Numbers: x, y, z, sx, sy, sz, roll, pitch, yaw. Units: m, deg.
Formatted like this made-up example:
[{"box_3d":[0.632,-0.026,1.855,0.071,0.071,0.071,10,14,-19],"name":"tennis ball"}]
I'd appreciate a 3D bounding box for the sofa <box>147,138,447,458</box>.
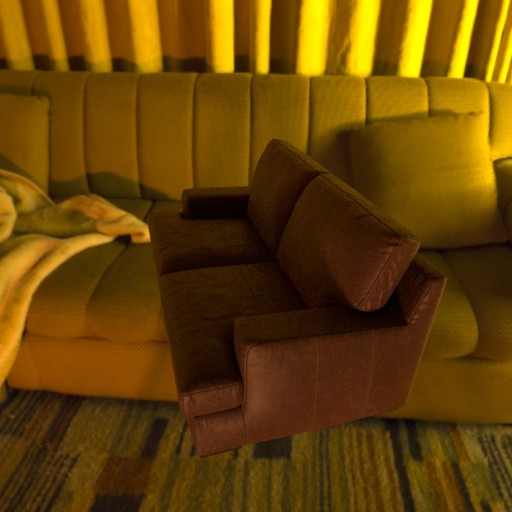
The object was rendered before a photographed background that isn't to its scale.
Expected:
[{"box_3d":[0.000,0.000,2.566,1.143,0.939,1.880,-8,30,-14],"name":"sofa"}]
